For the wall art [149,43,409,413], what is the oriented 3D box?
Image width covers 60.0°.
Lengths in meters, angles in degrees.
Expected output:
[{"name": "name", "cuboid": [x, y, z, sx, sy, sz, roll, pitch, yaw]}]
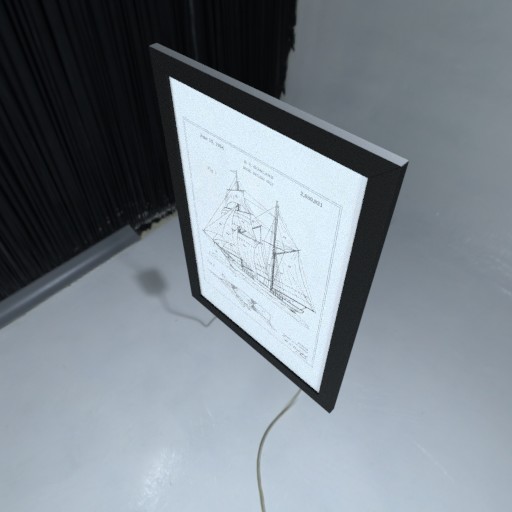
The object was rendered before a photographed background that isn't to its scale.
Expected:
[{"name": "wall art", "cuboid": [0.000, 0.000, 0.592, 0.326, 0.459, 0.011, 36, 56, 28]}]
